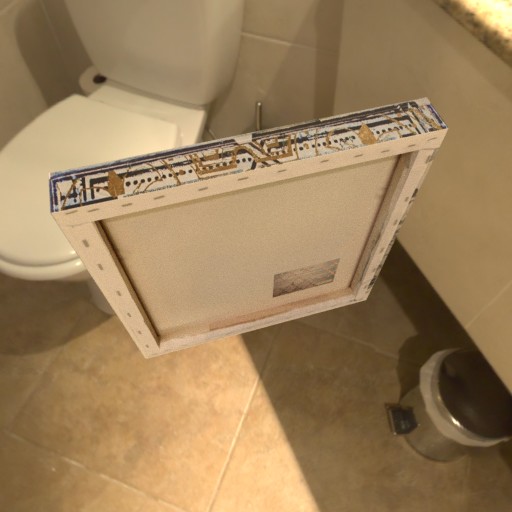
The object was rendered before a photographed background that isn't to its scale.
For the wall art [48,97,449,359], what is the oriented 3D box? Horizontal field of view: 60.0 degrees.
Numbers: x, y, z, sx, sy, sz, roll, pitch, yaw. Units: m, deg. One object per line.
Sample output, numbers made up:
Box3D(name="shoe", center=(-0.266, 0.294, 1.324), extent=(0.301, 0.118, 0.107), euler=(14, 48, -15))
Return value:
Box3D(name="wall art", center=(0.000, 0.000, 0.463), extent=(0.302, 0.306, 0.038), euler=(-14, 59, -8))
